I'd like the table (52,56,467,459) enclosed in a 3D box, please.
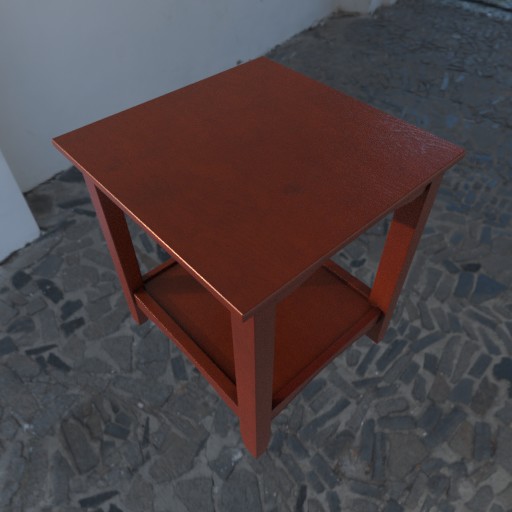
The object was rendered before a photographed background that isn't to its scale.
[{"bbox_3d":[0.000,0.000,0.957,0.522,0.558,0.523,-32,55,-26],"label":"table"}]
